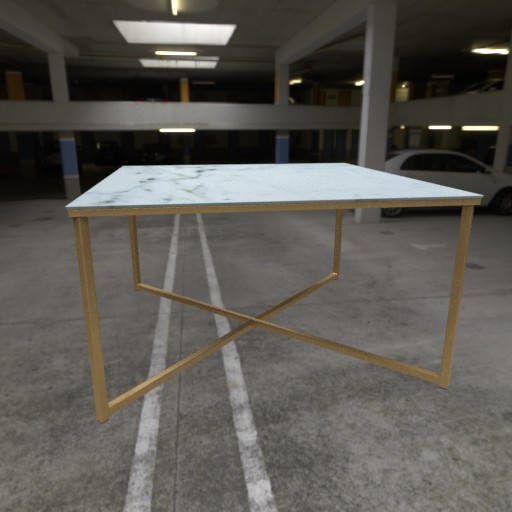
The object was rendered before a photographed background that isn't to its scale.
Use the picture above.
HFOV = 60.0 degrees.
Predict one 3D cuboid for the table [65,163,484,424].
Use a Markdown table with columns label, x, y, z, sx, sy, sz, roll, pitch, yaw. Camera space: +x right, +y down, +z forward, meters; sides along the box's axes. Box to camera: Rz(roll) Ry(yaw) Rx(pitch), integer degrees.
| label | x | y | z | sx | sy | sz | roll | pitch | yaw |
| --- | --- | --- | --- | --- | --- | --- | --- | --- | --- |
| table | 0.000 | 0.000 | 1.272 | 0.800 | 0.450 | 0.800 | -3 | 17 | -9 |
